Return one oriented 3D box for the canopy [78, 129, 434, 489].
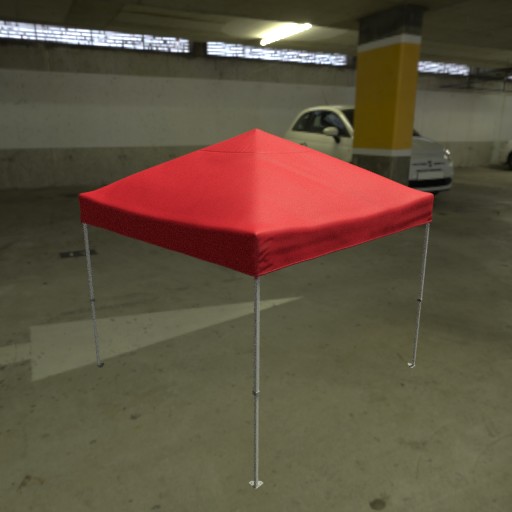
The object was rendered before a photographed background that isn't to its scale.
[{"bbox_3d":[0.000,0.000,5.427,2.996,2.997,2.998,-15,22,-43],"label":"canopy"}]
